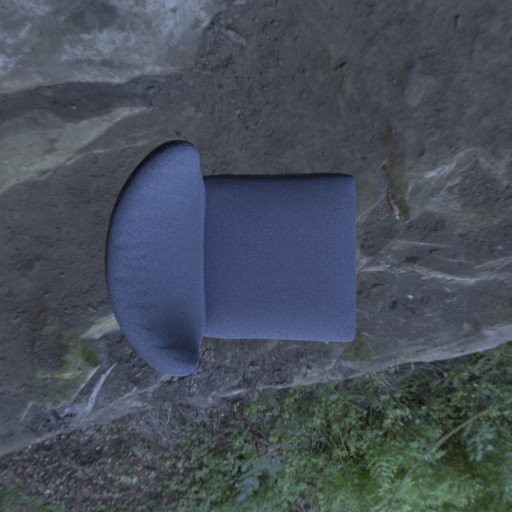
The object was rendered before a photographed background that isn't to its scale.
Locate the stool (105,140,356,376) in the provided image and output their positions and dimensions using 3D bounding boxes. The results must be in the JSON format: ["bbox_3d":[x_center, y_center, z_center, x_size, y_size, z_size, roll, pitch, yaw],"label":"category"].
[{"bbox_3d":[0.000,0.000,1.370,0.568,1.069,0.481,0,91,1],"label":"stool"}]
